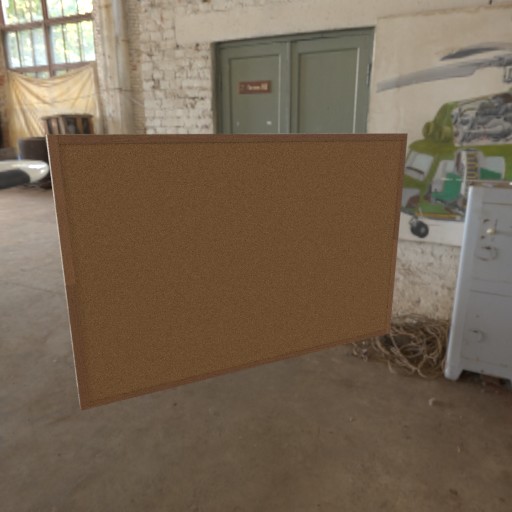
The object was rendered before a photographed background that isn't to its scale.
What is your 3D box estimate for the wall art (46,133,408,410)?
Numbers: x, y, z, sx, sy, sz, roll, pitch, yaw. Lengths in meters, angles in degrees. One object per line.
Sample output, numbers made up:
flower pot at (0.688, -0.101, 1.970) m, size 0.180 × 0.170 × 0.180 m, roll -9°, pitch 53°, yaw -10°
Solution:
wall art at (0.000, 0.000, 0.766) m, size 0.613 × 0.407 × 0.035 m, roll -8°, pitch 18°, yaw -25°
